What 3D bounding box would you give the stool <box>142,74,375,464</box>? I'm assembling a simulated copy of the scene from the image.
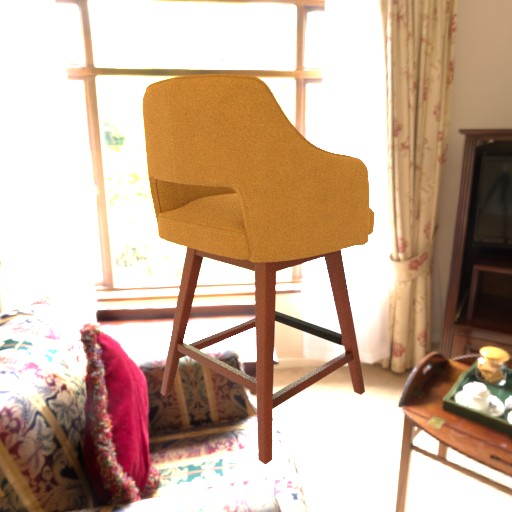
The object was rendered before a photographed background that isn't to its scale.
[{"bbox_3d":[0.000,0.000,1.289,0.548,0.924,0.558,14,20,43],"label":"stool"}]
